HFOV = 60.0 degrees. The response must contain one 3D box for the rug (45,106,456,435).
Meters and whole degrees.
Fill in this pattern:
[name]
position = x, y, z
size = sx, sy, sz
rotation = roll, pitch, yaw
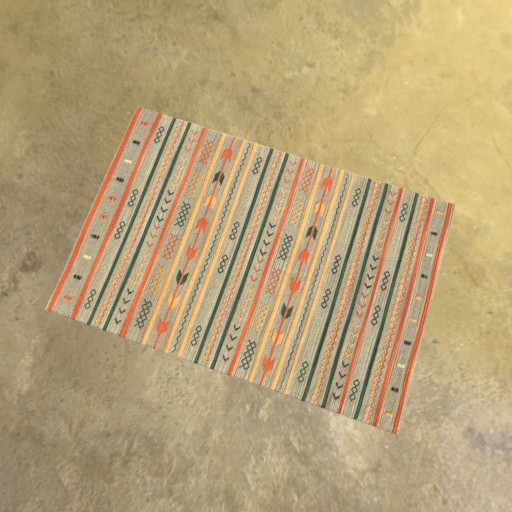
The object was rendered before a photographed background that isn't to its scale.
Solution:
[rug]
position = 0.000, 0.000, 2.295
size = 1.835, 0.017, 1.220
rotation = 18, 77, 4
